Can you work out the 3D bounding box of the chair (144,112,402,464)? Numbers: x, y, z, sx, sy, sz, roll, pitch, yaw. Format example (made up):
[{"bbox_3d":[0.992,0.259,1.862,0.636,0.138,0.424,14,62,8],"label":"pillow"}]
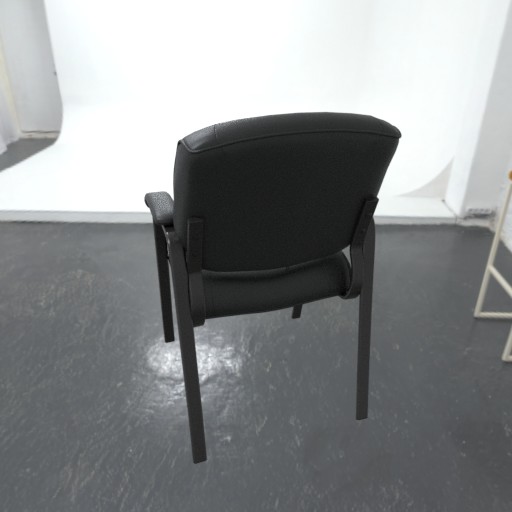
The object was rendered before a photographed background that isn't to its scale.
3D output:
[{"bbox_3d":[0.000,0.000,1.321,0.591,0.910,0.668,-8,28,-16],"label":"chair"}]
